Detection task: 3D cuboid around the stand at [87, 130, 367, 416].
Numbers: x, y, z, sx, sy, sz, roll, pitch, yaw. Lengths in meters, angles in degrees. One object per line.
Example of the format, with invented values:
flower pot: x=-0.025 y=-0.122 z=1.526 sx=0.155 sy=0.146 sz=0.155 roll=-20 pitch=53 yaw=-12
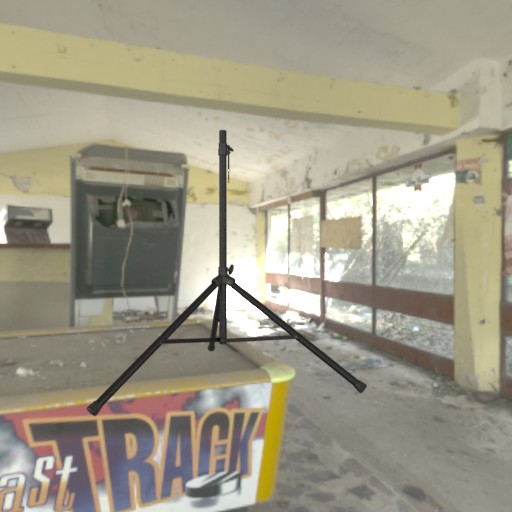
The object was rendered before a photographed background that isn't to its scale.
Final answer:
stand: x=0.000 y=0.000 z=2.756 sx=1.339 sy=1.595 sz=1.596 roll=0 pitch=0 yaw=18
